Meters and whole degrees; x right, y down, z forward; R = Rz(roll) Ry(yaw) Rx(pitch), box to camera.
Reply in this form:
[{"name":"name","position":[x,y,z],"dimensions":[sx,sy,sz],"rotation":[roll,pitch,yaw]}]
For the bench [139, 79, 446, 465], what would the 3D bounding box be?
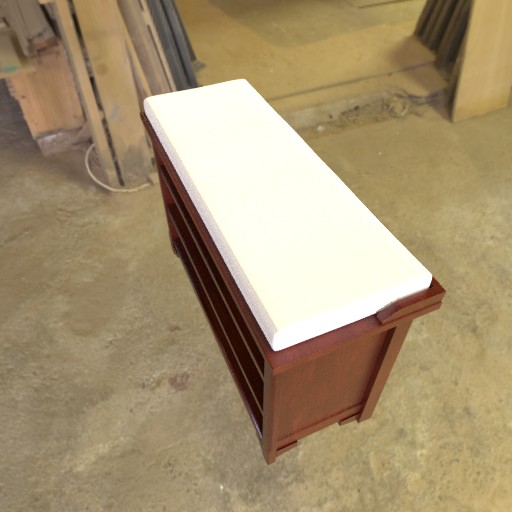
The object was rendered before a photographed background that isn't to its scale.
[{"name":"bench","position":[0.000,0.000,1.323],"dimensions":[0.369,0.646,0.987],"rotation":[-18,49,-16]}]
